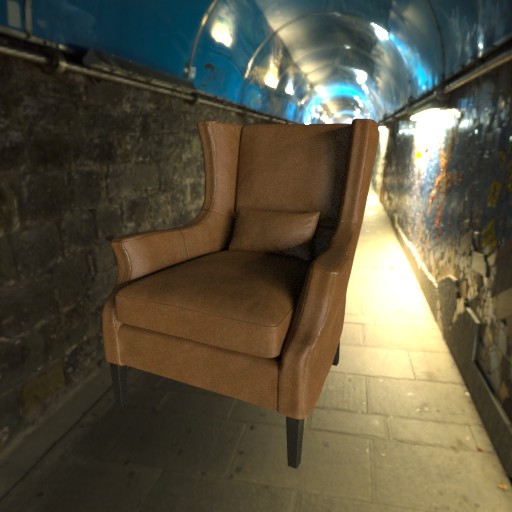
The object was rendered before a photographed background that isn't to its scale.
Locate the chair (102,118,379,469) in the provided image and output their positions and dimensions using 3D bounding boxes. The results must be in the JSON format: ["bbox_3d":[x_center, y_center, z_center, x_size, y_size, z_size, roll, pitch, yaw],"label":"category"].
[{"bbox_3d":[0.000,0.000,1.709,0.852,1.016,0.925,8,17,26],"label":"chair"}]
